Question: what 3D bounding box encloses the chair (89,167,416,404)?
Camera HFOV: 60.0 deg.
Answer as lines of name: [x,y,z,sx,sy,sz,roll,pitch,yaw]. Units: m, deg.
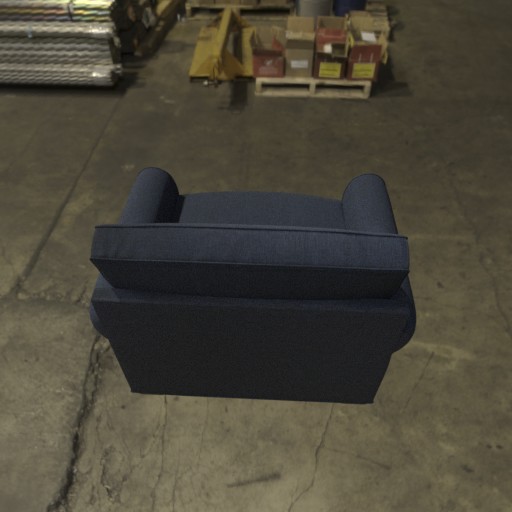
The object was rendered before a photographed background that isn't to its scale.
chair: [0.000,0.000,2.041,1.285,1.044,0.963,2,47,2]
